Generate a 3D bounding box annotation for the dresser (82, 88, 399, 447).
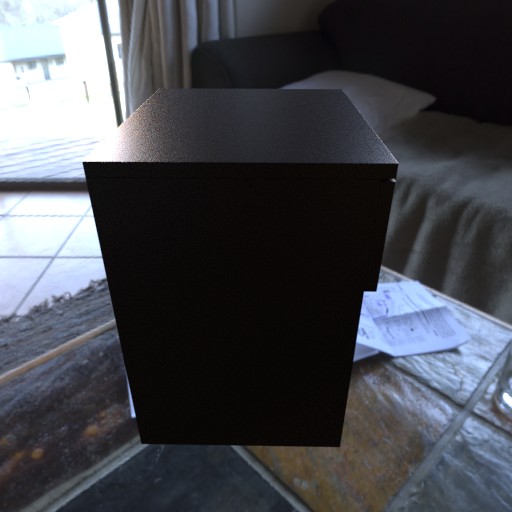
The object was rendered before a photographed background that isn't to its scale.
[{"bbox_3d":[0.000,0.000,0.758,0.360,0.470,0.400,1,31,1],"label":"dresser"}]
